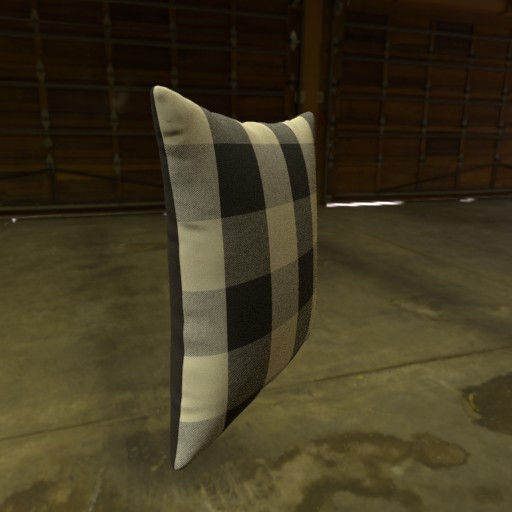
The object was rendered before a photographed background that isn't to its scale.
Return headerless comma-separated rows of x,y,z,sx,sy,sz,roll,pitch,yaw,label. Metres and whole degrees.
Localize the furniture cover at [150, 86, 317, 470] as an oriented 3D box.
0.000,0.000,0.776,0.161,0.509,0.511,7,16,26,furniture cover
